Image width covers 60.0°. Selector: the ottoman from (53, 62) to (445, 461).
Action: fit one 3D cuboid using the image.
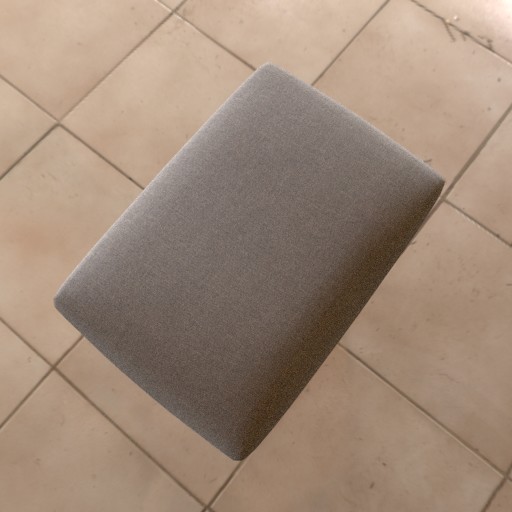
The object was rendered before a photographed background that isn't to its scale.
[{"bbox_3d":[0.000,0.000,1.186,0.584,0.457,0.838,37,79,9],"label":"ottoman"}]
